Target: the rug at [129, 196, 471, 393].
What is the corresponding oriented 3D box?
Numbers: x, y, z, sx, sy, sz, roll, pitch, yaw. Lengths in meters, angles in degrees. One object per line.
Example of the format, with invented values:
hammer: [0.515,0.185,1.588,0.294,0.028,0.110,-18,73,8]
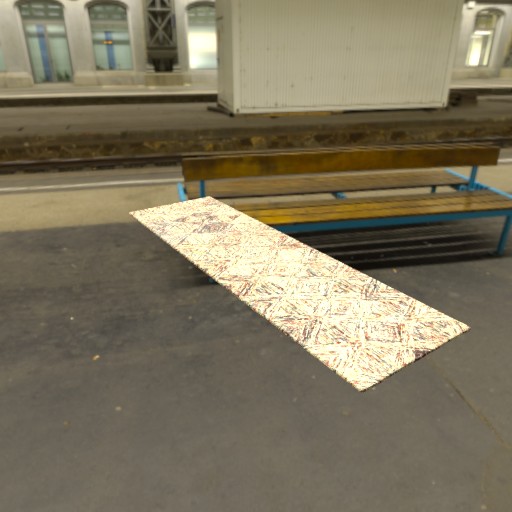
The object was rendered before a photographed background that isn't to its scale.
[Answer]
rug: [0.000,0.000,2.596,0.688,0.015,2.292,-17,30,-31]
